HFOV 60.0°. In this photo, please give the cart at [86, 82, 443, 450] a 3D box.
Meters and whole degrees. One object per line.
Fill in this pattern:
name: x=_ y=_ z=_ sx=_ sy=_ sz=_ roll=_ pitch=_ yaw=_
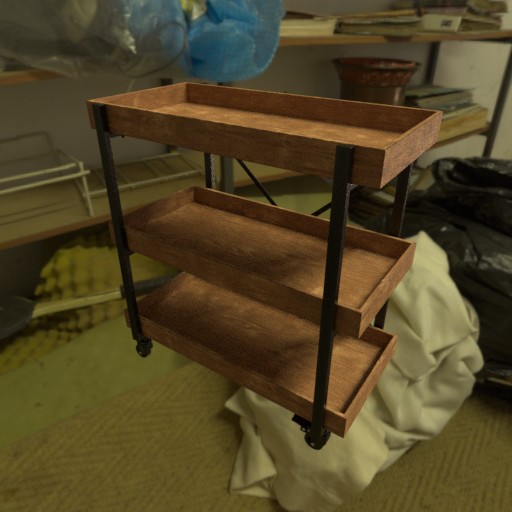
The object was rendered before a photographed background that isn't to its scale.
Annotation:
cart: x=0.000 y=0.000 z=1.221 sx=0.750 sy=0.800 sz=0.411 roll=18 pitch=34 yaw=29
